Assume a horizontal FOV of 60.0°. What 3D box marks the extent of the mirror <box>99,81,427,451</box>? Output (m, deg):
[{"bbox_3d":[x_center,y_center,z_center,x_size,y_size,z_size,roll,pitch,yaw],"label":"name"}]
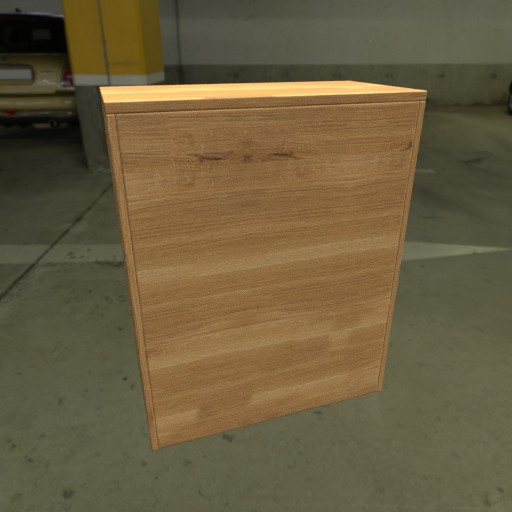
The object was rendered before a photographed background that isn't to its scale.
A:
[{"bbox_3d":[0.000,0.000,1.412,0.800,1.000,0.400,-8,26,-17],"label":"mirror"}]
